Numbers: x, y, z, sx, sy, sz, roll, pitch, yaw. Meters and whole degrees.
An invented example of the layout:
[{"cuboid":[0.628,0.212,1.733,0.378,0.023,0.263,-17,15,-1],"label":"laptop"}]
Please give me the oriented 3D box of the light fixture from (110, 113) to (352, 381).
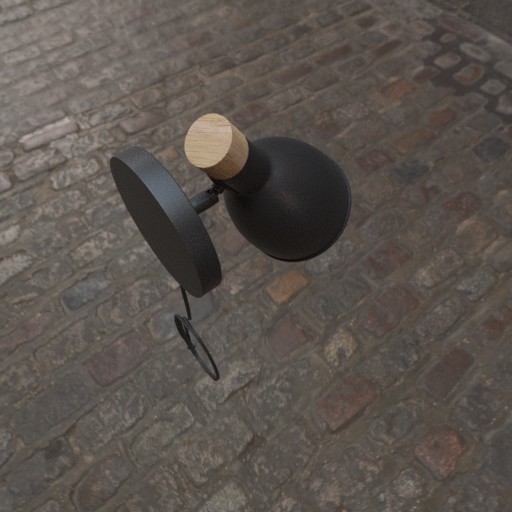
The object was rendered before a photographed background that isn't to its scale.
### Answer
[{"cuboid":[0.000,0.000,0.489,0.203,0.401,0.127,-34,62,-20],"label":"light fixture"}]
